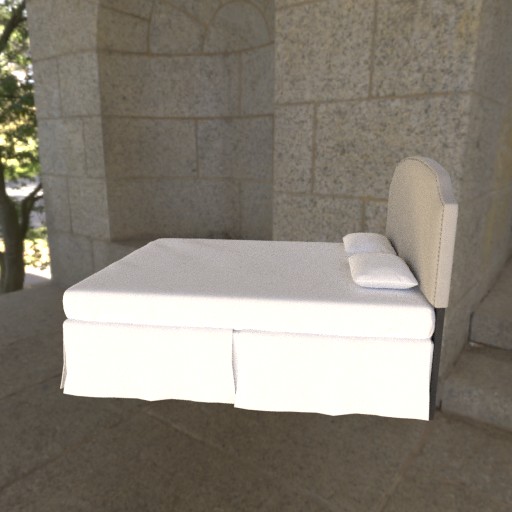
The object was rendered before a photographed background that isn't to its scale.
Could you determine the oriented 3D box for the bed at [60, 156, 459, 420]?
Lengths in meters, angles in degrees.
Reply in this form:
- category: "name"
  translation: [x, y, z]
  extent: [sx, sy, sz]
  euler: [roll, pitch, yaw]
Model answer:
- category: "bed"
  translation: [0.000, 0.000, 2.888]
  extent: [1.999, 1.270, 1.558]
  euler: [2, 14, 8]
